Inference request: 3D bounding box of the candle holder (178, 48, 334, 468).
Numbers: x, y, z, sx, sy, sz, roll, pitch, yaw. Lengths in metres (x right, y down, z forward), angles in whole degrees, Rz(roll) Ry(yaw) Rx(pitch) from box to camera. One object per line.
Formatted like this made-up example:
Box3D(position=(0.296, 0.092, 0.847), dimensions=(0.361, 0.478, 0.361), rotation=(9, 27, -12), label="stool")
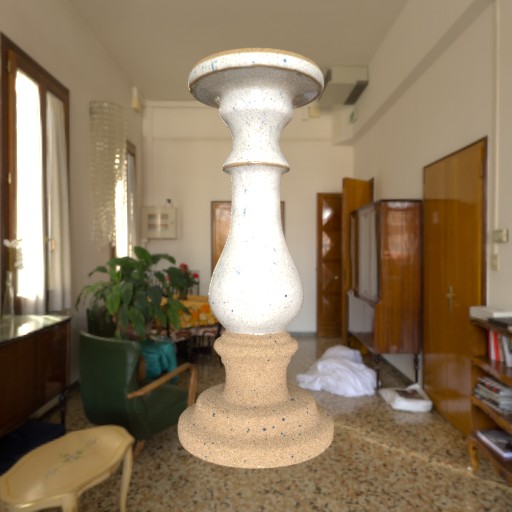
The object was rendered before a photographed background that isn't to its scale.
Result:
Box3D(position=(0.000, 0.000, 0.252), dimensions=(0.088, 0.203, 0.088), rotation=(0, 1, 0), label="candle holder")
